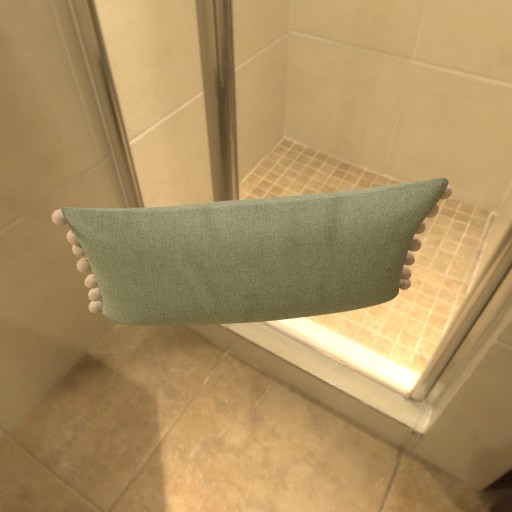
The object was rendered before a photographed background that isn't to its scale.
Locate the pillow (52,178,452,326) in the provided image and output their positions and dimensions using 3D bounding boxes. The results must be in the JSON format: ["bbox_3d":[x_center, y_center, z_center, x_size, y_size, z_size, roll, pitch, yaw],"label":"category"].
[{"bbox_3d":[0.000,0.000,0.854,0.709,0.322,0.201,-4,47,-4],"label":"pillow"}]
